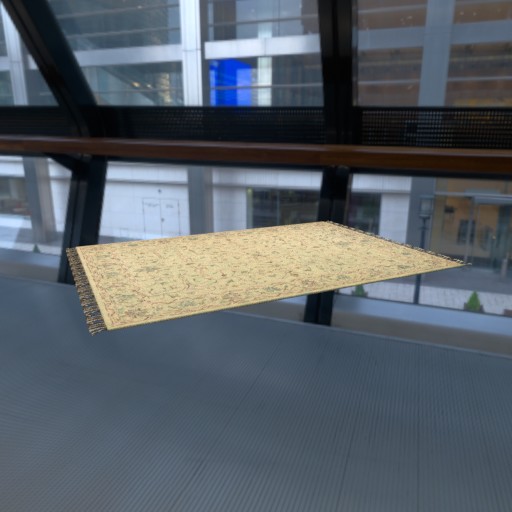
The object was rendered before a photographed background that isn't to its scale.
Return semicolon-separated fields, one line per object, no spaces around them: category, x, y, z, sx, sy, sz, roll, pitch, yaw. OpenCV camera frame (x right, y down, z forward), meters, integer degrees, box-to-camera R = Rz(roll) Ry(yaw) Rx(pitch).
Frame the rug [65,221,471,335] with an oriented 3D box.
rug;0.000;0.000;2.354;1.802;0.008;1.247;-8;17;-25
